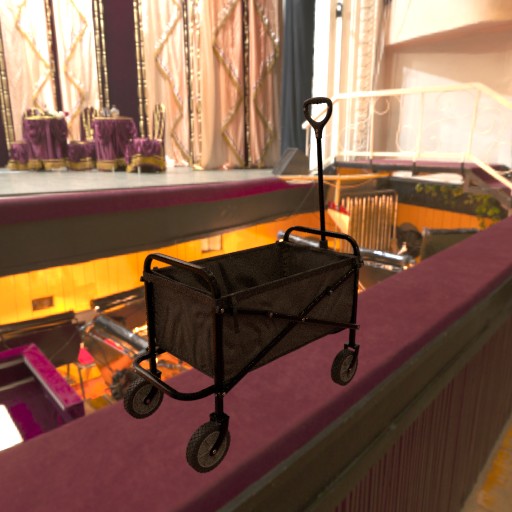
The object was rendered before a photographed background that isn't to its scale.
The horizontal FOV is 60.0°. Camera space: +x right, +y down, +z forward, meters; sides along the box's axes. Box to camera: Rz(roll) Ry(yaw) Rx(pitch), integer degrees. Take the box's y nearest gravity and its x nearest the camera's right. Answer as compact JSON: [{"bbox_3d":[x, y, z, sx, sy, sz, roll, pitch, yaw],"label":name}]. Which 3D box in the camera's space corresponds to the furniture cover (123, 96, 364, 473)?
[{"bbox_3d":[0.000,0.000,1.833,1.038,1.295,0.532,-13,19,-43],"label":"furniture cover"}]
